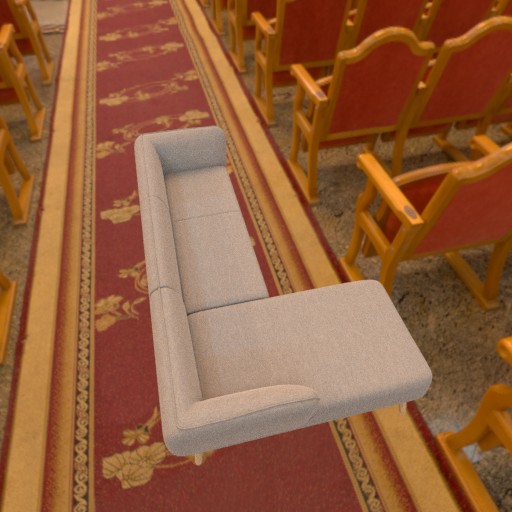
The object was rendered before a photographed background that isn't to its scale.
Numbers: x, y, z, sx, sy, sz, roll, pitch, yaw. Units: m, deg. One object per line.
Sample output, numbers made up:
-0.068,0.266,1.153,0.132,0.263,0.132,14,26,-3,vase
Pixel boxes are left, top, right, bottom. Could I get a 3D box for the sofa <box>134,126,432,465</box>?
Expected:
0.000,0.000,3.250,1.532,0.693,2.653,-10,47,-9,sofa
